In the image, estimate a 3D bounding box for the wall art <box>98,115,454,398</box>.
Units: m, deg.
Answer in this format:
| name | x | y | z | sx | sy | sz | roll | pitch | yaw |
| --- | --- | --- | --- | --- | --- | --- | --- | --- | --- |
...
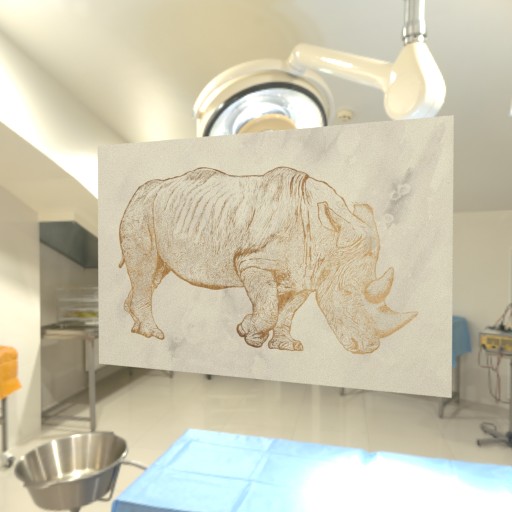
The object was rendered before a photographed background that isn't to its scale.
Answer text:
| name | x | y | z | sx | sy | sz | roll | pitch | yaw |
| --- | --- | --- | --- | --- | --- | --- | --- | --- | --- |
| wall art | 0.000 | 0.000 | 0.752 | 0.609 | 0.407 | 0.038 | 0 | 1 | 18 |
